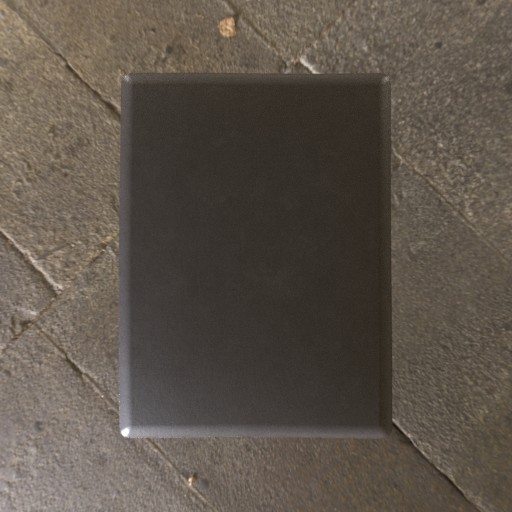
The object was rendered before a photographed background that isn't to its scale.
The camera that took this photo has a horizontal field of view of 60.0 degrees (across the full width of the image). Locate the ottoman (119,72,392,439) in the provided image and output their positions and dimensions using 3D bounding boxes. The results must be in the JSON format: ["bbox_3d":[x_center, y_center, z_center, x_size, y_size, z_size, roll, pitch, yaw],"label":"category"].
[{"bbox_3d":[0.000,0.000,1.158,0.590,0.498,0.795,0,89,0],"label":"ottoman"}]
